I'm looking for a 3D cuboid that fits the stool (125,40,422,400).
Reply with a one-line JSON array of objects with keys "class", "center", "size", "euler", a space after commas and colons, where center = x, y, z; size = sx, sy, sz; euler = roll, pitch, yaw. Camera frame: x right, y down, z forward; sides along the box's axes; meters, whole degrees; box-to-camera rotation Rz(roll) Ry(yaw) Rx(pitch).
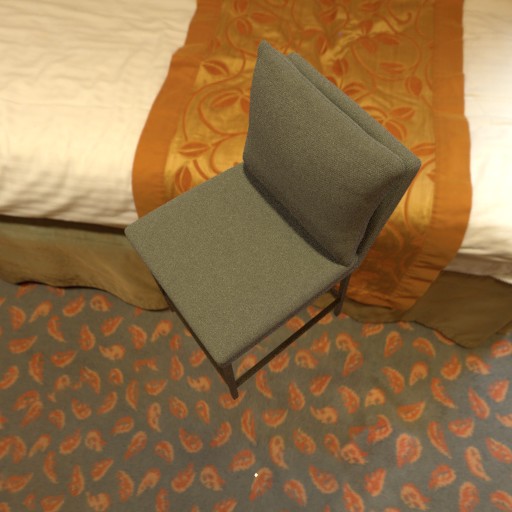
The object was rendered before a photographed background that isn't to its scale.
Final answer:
[{"class": "stool", "center": [0.000, 0.000, 1.321], "size": [0.569, 1.031, 0.463], "euler": [-34, 69, -16]}]
